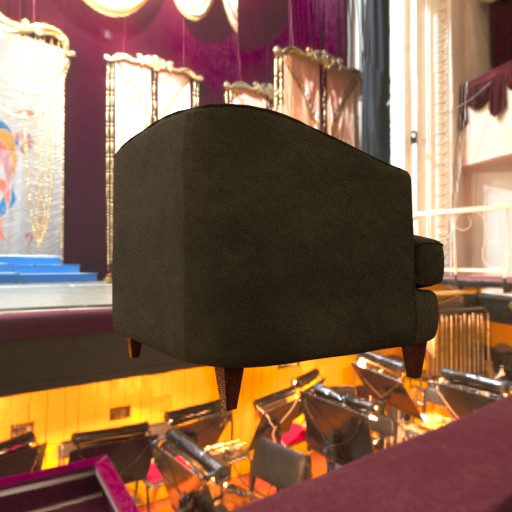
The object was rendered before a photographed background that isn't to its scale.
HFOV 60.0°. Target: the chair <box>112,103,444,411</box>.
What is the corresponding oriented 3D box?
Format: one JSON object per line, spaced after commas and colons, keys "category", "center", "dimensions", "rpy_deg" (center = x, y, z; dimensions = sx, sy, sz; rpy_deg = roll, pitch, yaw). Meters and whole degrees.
{"category": "chair", "center": [0.000, 0.000, 1.747], "dimensions": [0.941, 0.852, 1.104], "rpy_deg": [0, -1, -34]}
